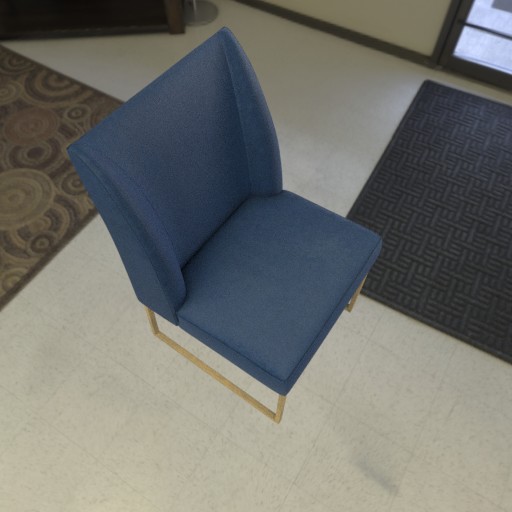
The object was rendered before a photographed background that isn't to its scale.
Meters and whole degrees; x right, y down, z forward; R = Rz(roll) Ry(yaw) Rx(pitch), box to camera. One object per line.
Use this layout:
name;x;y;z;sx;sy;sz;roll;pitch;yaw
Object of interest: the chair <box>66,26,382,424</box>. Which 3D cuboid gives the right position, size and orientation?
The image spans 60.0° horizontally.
chair;0.000;0.000;1.167;0.522;0.863;0.508;31;63;18
